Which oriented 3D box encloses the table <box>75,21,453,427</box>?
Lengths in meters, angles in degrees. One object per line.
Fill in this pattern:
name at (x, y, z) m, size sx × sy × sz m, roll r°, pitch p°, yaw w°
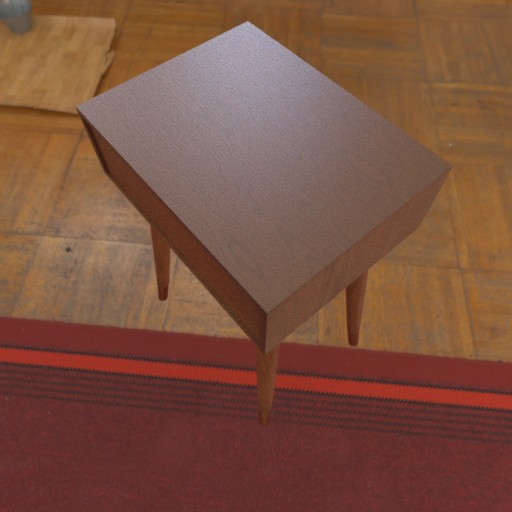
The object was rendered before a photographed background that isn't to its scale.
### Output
table at (0.000, 0.000, 0.812) m, size 0.300 × 0.599 × 0.406 m, roll -36°, pitch 66°, yaw -19°
